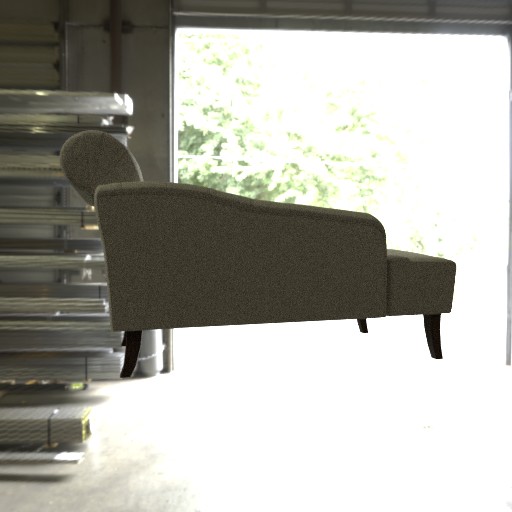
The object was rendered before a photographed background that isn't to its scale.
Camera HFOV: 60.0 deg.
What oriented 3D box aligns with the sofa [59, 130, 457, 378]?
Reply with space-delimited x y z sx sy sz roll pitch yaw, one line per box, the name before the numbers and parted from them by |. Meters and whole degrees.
sofa | 0.000 0.000 1.766 1.379 0.787 0.675 0 1 -17
